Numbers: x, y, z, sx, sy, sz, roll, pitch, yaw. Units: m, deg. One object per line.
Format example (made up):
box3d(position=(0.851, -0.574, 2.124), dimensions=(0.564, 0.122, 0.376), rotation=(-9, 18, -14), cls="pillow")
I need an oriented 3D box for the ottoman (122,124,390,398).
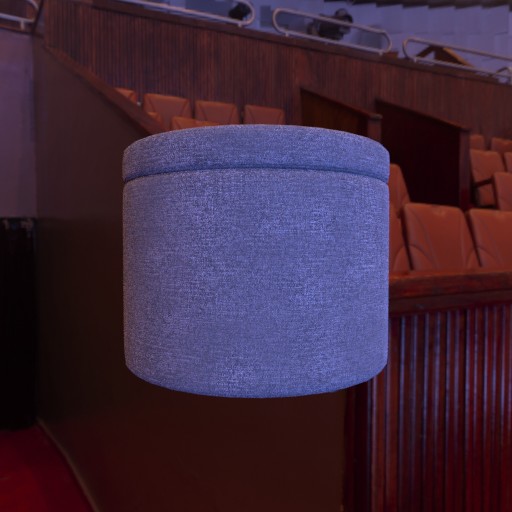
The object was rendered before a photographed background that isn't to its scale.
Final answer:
box3d(position=(0.000, 0.000, 0.870), dimensions=(0.500, 0.419, 0.500), rotation=(0, 2, 0), cls="ottoman")
